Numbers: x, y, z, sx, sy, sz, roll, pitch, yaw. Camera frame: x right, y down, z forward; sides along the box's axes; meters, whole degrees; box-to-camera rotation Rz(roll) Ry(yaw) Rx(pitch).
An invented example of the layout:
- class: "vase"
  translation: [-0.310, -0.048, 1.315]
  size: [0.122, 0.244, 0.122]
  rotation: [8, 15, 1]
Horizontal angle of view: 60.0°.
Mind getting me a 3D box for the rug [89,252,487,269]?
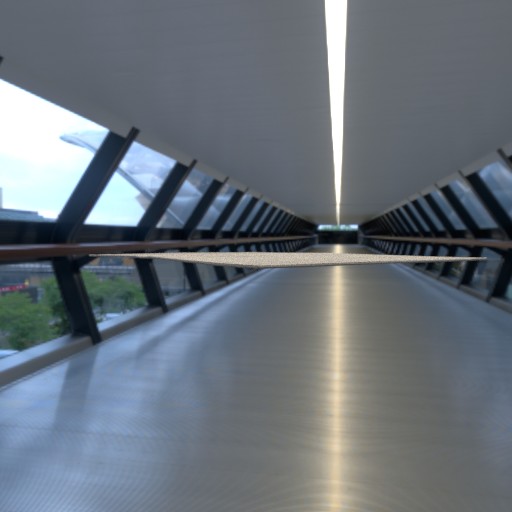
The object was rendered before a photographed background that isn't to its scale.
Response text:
- class: "rug"
  translation: [0.000, 0.000, 3.002]
  size: [1.604, 0.030, 2.307]
  rotation: [-1, 2, -35]
